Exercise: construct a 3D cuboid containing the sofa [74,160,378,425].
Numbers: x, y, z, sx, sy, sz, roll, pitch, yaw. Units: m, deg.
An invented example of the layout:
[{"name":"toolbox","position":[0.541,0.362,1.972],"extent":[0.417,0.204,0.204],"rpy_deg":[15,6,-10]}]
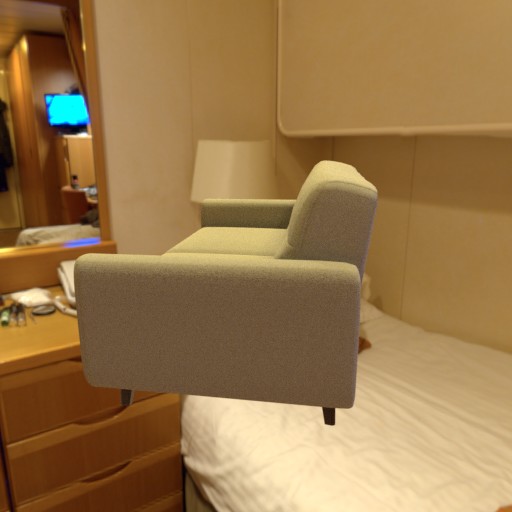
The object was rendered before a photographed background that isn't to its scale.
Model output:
[{"name":"sofa","position":[0.000,0.000,2.186],"extent":[0.980,0.892,1.655],"rpy_deg":[2,14,9]}]
